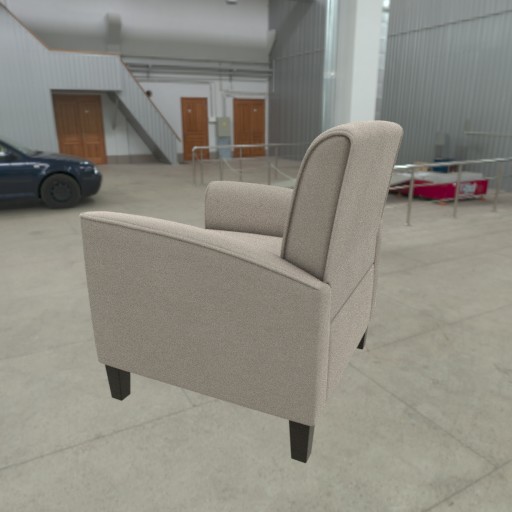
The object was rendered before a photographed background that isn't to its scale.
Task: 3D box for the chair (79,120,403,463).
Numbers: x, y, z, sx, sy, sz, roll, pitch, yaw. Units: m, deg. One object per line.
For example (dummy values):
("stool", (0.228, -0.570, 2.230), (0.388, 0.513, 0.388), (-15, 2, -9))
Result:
("chair", (0.000, 0.000, 1.561), (0.820, 0.915, 0.820), (8, 19, 24))
